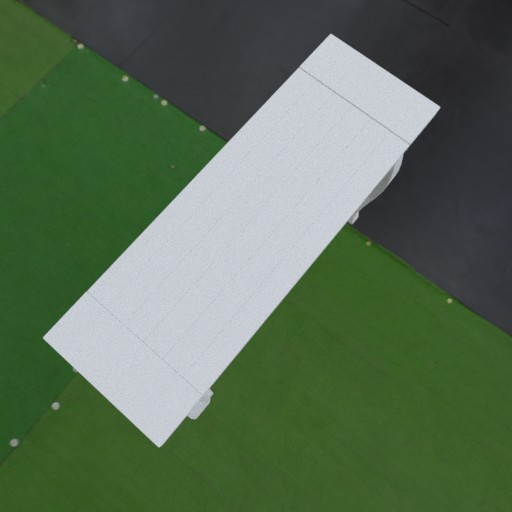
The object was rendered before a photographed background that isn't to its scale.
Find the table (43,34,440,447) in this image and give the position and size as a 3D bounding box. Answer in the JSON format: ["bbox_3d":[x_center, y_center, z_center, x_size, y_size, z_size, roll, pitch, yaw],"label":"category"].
[{"bbox_3d":[0.000,0.000,1.438,0.373,0.768,1.062,39,78,10],"label":"table"}]
